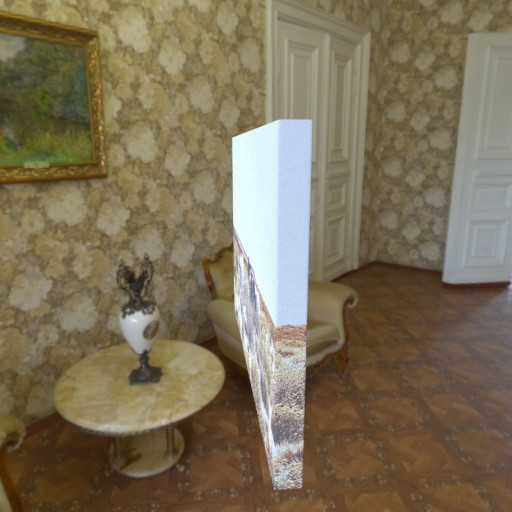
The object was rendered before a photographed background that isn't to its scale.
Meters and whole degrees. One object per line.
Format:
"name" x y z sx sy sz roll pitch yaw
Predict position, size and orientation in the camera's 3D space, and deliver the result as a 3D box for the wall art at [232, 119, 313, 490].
"wall art" 0.000 0.000 1.134 0.050 0.610 0.914 -2 14 -7
